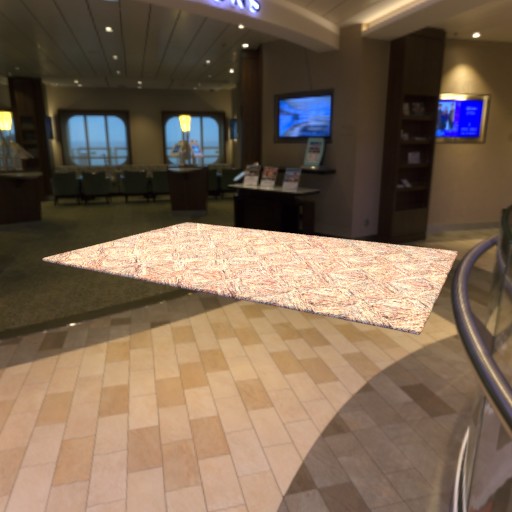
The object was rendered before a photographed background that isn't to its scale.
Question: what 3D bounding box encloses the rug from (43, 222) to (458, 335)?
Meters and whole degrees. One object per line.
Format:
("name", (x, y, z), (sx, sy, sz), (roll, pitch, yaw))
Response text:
("rug", (0.000, 0.000, 2.221), (1.761, 0.014, 1.143), (8, 17, 28))
